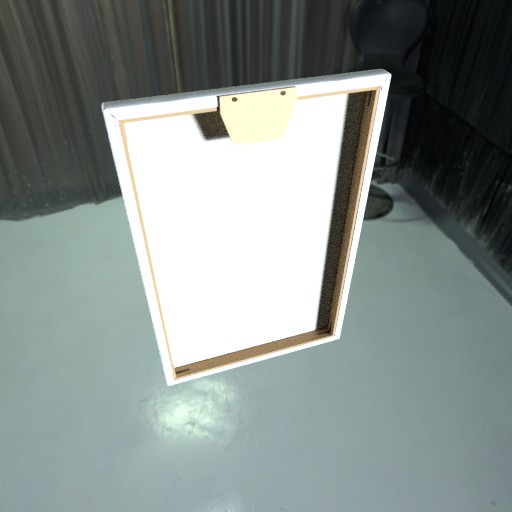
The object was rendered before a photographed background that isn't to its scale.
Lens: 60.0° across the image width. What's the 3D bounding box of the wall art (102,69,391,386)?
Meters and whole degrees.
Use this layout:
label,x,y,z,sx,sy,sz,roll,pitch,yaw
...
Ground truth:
label,x,y,z,sx,sy,sz,roll,pitch,yaw
wall art,0.000,0.000,1.189,0.602,0.902,0.048,-12,43,-14
